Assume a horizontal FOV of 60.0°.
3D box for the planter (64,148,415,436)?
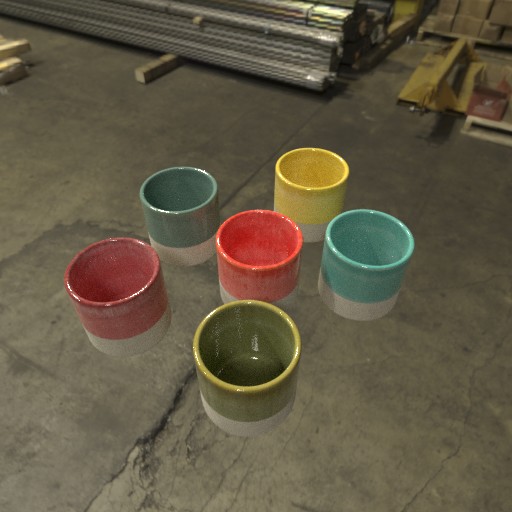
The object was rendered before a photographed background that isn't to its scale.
[{"bbox_3d":[0.000,0.000,0.415,0.257,0.075,0.286,23,50,21],"label":"planter"}]
